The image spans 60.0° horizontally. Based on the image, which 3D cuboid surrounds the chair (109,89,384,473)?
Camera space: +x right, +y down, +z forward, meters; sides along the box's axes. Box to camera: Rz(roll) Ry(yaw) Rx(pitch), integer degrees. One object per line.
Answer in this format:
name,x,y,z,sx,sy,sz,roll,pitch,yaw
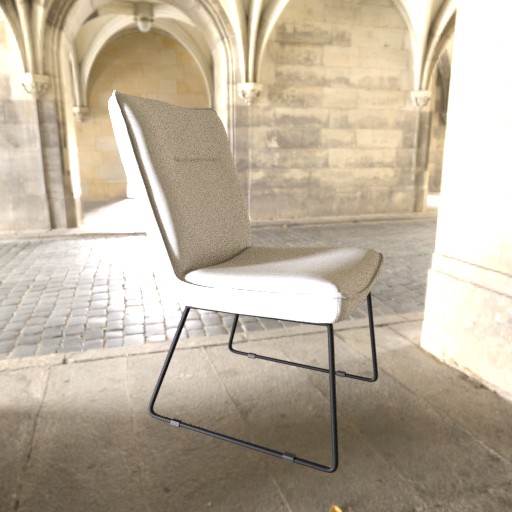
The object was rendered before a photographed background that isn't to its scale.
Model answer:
chair,0.000,0.000,1.340,0.688,0.930,0.515,6,14,25
